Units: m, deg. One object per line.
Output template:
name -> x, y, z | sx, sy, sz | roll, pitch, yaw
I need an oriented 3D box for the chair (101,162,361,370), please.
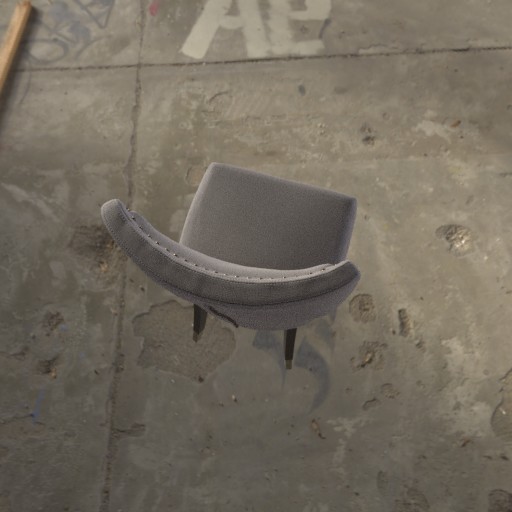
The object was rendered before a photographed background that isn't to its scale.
chair -> 0.000, 0.000, 1.317 | 0.526, 0.950, 0.630 | 15, 66, 7
